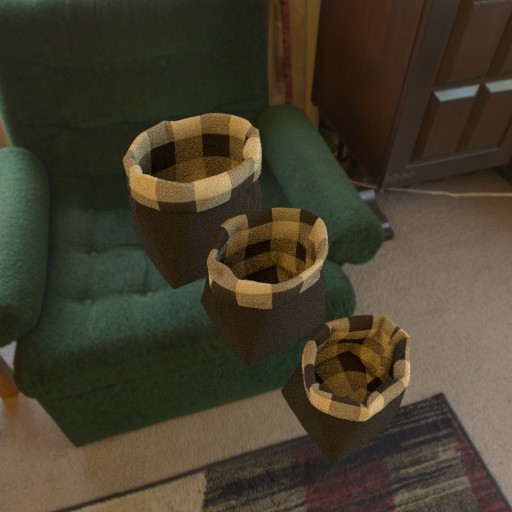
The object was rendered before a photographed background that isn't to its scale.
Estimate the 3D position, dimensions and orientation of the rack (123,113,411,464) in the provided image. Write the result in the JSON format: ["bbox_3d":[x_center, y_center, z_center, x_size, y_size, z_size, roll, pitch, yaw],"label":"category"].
[{"bbox_3d":[0.000,0.000,1.062,0.370,0.329,0.889,-26,52,-23],"label":"rack"}]
